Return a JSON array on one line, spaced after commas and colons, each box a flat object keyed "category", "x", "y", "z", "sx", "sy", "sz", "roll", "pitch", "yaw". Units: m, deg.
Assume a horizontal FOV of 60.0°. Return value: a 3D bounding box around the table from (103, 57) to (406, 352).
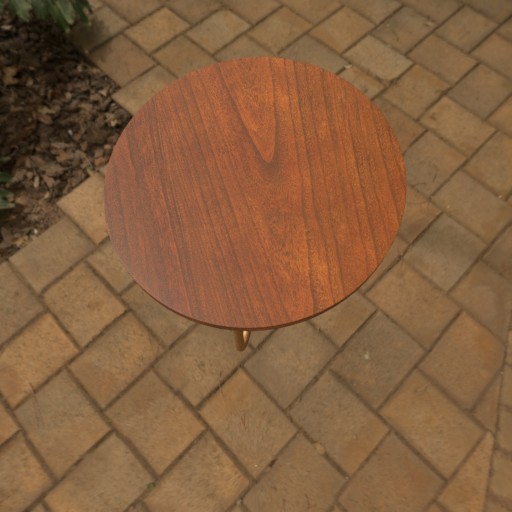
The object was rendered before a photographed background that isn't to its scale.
[{"category": "table", "x": 0.000, "y": 0.000, "z": 1.110, "sx": 0.530, "sy": 0.706, "sz": 0.577, "roll": 15, "pitch": 66, "yaw": 7}]
